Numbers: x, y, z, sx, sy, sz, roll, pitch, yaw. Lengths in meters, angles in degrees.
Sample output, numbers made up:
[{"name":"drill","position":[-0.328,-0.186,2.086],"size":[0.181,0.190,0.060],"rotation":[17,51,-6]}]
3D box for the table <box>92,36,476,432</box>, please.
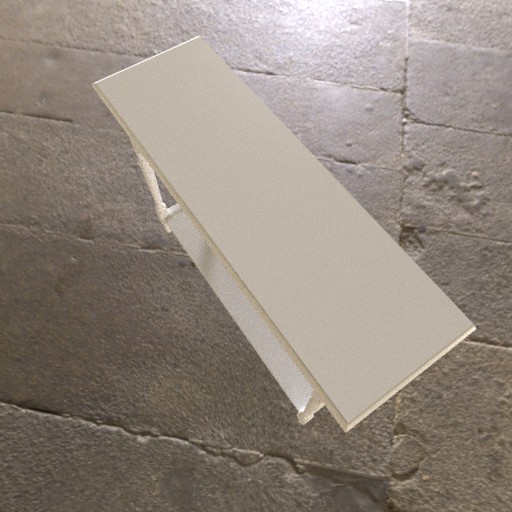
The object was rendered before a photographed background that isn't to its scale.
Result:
[{"name":"table","position":[0.000,0.000,1.527],"size":[0.384,0.808,1.197],"rotation":[-32,68,-15]}]
